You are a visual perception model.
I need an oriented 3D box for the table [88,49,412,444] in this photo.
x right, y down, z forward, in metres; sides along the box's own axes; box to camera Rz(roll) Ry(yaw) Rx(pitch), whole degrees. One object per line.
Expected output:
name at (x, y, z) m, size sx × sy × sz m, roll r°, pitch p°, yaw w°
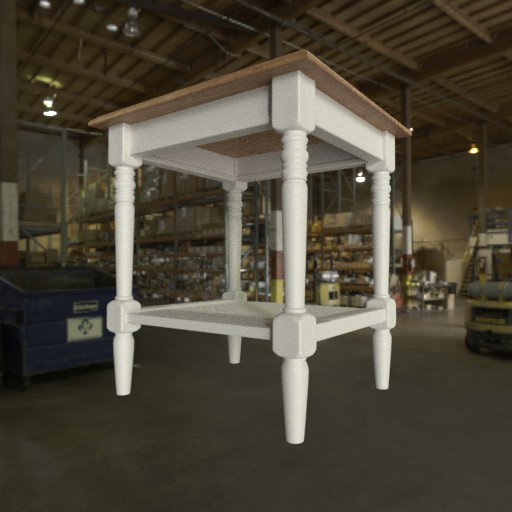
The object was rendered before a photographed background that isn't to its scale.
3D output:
table at (0.000, 0.000, 0.927) m, size 0.508 × 0.561 × 0.457 m, roll -1°, pitch -1°, yaw 36°
